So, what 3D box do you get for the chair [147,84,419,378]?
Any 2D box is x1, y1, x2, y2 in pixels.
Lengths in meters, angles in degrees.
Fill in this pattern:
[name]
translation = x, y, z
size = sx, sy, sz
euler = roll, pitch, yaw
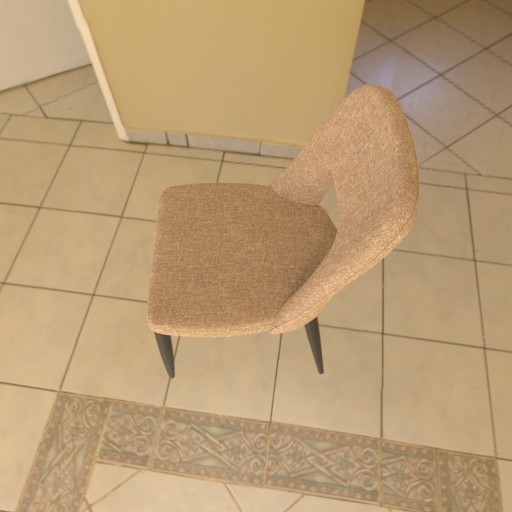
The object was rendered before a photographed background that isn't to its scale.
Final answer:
[chair]
translation = 0.000, 0.000, 1.250
size = 0.612, 0.931, 0.470
euler = -1, 60, -1
